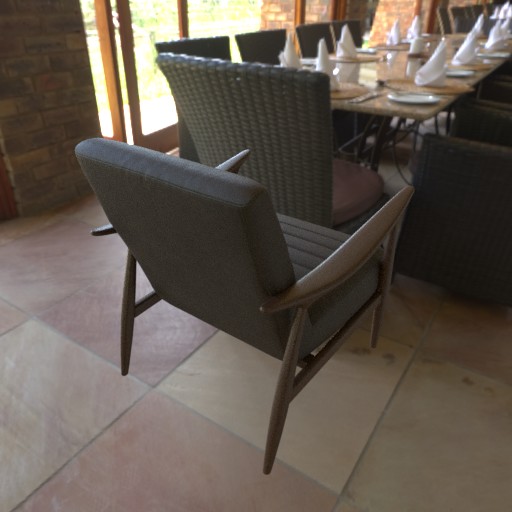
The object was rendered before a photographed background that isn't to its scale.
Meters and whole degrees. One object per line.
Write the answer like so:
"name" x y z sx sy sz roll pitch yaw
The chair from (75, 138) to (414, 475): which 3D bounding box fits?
"chair" 0.000 0.000 1.420 0.741 0.831 0.798 21 36 31
